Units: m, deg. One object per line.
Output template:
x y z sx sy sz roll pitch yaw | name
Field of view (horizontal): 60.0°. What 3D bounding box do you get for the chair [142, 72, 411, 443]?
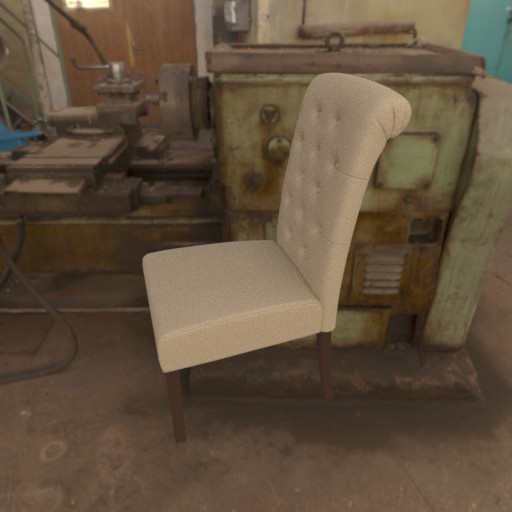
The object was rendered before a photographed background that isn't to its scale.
0.000 0.000 1.362 0.671 1.006 0.456 -9 31 -15 | chair
